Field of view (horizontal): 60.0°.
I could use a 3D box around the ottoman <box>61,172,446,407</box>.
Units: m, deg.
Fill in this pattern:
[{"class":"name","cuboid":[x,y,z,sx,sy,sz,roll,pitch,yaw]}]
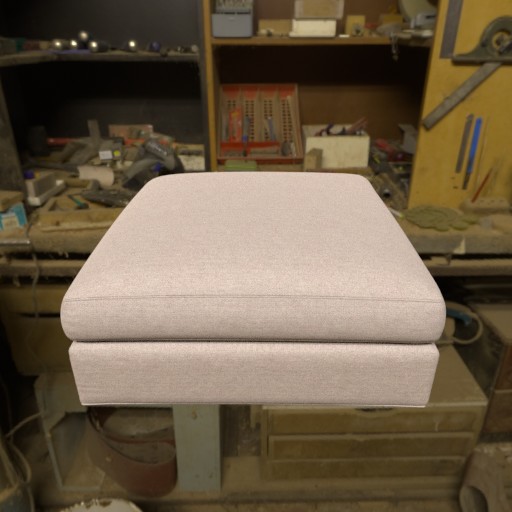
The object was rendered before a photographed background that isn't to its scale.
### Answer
[{"class":"ottoman","cuboid":[0.000,0.000,1.642,1.041,0.470,1.041,0,28,1]}]
